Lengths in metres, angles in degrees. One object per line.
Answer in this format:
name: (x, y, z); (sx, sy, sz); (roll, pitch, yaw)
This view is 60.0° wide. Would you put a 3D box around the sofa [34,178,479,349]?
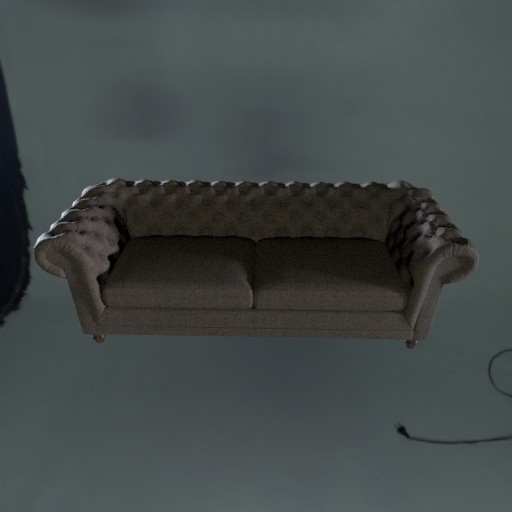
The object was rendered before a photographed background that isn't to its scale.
sofa: (0.000, 0.000, 2.870); (2.385, 0.787, 0.944); (1, 31, 1)
